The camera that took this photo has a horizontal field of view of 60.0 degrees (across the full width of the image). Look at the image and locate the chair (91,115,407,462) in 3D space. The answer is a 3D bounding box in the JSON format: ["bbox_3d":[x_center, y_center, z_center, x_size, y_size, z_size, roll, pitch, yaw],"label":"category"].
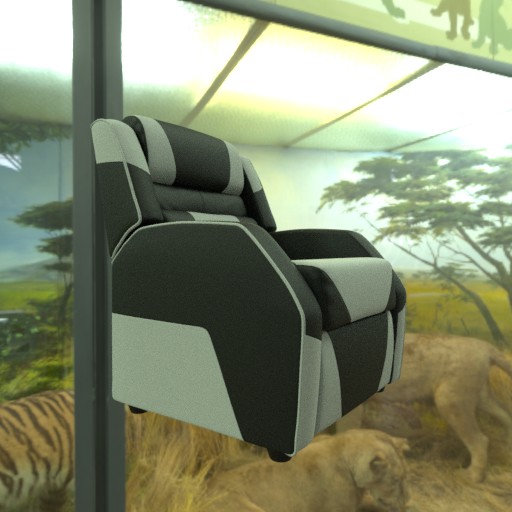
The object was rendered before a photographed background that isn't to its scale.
[{"bbox_3d":[0.000,0.000,1.249,0.672,0.805,0.620,1,1,36],"label":"chair"}]
